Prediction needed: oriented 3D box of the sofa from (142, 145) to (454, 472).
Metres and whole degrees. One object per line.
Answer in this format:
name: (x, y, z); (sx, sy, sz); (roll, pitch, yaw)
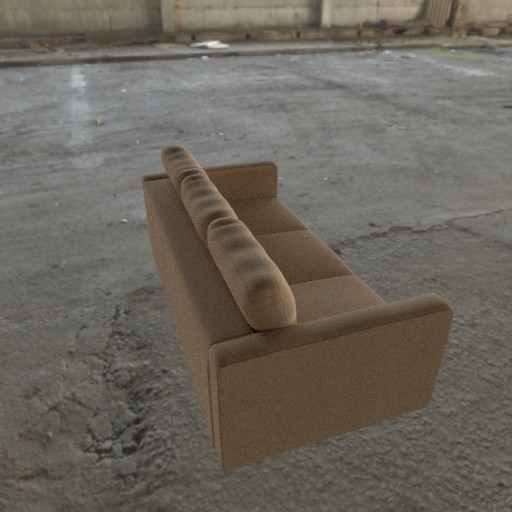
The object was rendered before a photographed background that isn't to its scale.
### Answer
sofa: (0.000, 0.000, 2.343); (0.930, 0.800, 1.855); (-10, 32, -17)
